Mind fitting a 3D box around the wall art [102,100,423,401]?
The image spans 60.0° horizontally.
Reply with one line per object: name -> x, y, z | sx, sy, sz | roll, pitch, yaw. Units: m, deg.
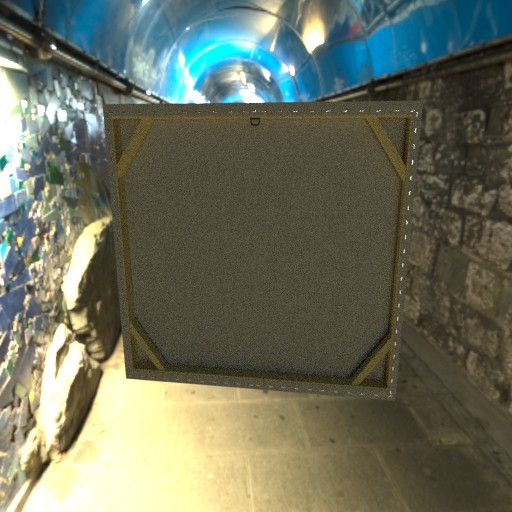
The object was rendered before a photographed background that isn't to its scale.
wall art -> 0.000, 0.000, 0.933 | 0.610, 0.610, 0.038 | 2, 15, 8
